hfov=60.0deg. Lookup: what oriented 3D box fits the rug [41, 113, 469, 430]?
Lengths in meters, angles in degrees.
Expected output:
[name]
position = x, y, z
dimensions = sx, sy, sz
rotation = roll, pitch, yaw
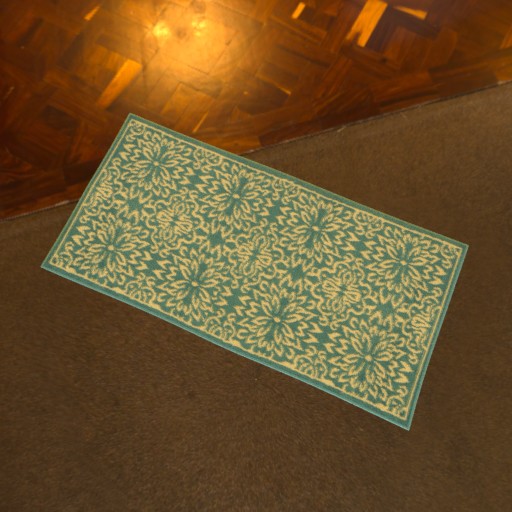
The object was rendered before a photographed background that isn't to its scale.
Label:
[rug]
position = 0.000, 0.000, 1.405
dimensions = 1.219, 0.007, 0.604
rotation = 23, 76, 6
